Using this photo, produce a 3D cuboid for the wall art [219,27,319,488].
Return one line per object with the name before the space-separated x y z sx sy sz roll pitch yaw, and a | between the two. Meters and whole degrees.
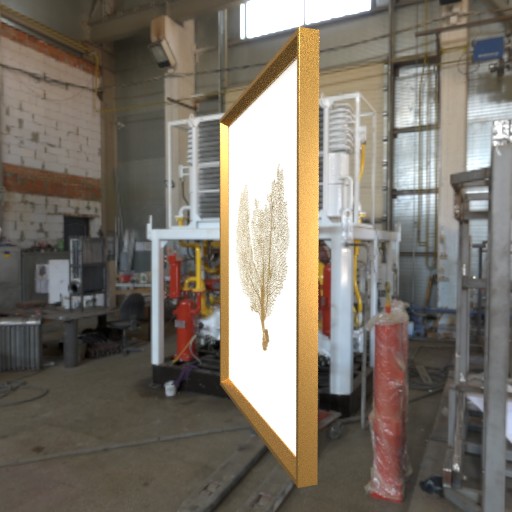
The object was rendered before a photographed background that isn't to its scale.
wall art | 0.000 0.000 1.075 0.038 0.812 0.610 -1 2 -18
